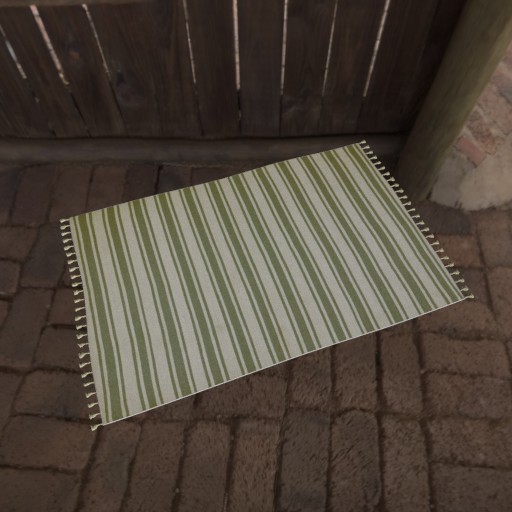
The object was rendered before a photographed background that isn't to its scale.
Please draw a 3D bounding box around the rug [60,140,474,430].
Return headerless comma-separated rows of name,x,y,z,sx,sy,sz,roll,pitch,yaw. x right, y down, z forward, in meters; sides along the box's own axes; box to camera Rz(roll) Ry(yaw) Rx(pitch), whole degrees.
rug,0.000,0.000,2.292,1.875,0.013,1.162,-17,59,-10
